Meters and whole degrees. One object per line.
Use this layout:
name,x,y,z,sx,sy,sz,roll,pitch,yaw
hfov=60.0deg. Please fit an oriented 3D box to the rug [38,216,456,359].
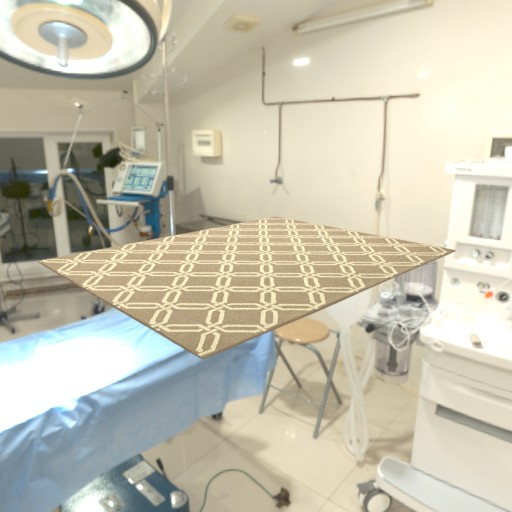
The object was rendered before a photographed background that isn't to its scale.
rug,0.000,0.000,3.894,2.895,0.018,2.288,-15,21,-42
